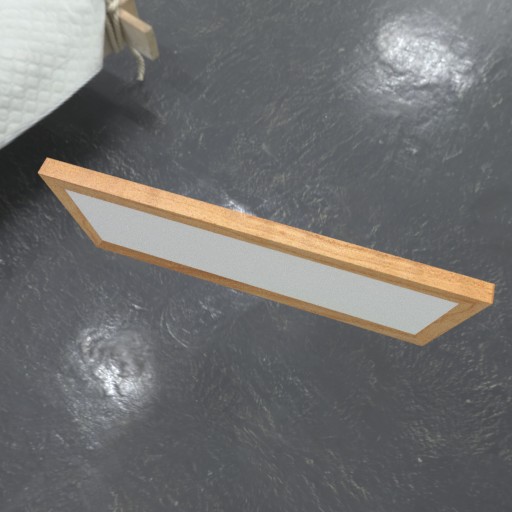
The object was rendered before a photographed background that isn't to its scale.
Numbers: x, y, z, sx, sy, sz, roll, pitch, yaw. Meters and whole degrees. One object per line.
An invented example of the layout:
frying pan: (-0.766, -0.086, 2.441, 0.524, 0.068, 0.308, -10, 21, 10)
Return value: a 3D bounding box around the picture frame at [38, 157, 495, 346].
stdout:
picture frame: (0.000, 0.000, 0.658, 0.582, 0.234, 0.045, 16, 68, 7)
